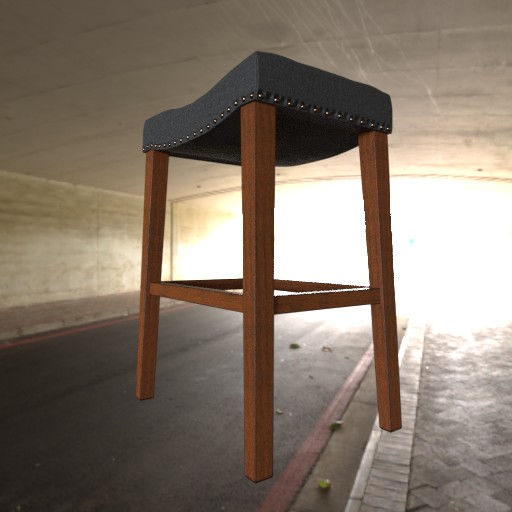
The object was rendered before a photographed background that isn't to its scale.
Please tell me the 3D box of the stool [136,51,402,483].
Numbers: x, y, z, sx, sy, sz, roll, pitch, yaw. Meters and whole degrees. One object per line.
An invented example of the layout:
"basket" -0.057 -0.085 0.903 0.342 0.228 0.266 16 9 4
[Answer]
"stool" 0.000 0.000 0.865 0.320 0.612 0.439 0 1 -36
